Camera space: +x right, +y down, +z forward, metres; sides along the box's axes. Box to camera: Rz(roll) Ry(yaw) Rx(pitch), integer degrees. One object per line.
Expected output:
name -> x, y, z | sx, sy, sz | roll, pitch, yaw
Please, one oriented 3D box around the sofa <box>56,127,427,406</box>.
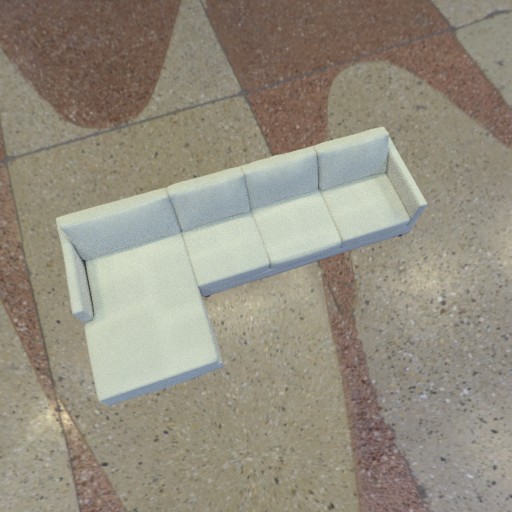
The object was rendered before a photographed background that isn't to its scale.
sofa -> 0.000, 0.000, 4.002 | 3.186, 0.861, 1.625 | -17, 67, -8
